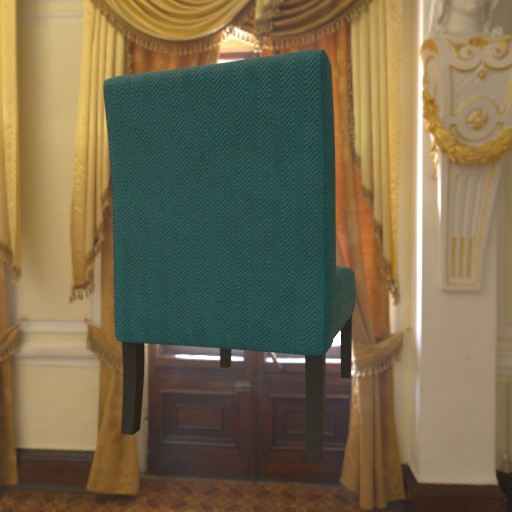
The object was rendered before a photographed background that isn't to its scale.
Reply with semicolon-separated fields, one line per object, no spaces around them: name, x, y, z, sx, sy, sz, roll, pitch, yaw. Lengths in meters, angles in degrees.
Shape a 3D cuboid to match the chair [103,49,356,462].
chair;0.000;0.000;1.409;0.579;0.927;0.808;0;1;18
